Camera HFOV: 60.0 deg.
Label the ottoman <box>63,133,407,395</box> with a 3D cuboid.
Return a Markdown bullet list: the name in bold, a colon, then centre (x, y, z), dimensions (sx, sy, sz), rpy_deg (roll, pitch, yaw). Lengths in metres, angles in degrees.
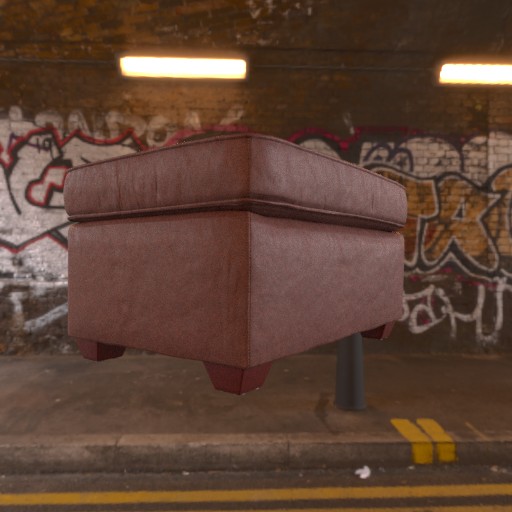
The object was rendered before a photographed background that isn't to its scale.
- **ottoman**: centre (0.000, 0.000, 1.097), dimensions (0.548, 0.449, 0.749), rpy_deg (0, 0, 37)
